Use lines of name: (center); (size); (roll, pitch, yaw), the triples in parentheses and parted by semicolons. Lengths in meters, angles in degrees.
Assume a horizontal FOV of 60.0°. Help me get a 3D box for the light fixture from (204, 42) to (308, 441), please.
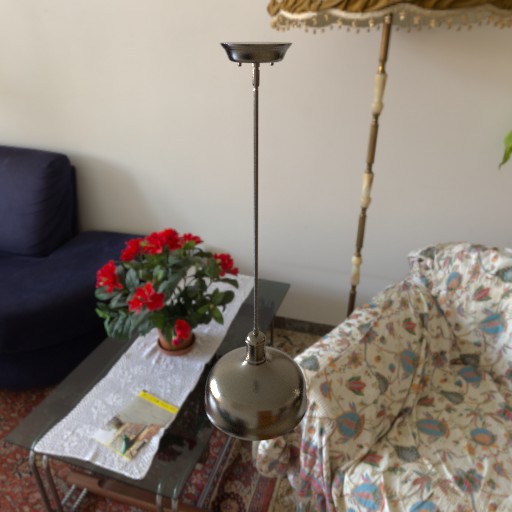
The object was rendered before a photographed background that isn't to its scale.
light fixture: (0.000, 0.000, 1.078); (0.299, 0.935, 0.299); (-9, 29, -17)
